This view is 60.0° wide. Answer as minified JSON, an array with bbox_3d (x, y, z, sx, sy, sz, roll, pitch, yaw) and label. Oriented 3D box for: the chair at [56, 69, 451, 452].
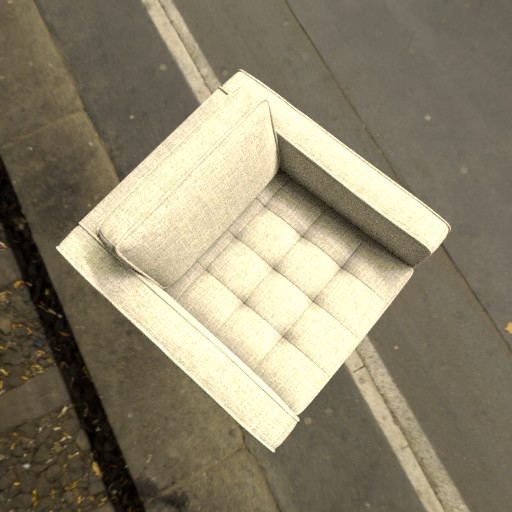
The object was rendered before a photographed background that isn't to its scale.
[{"bbox_3d":[0.000,0.000,1.559,0.914,0.765,0.889,40,78,10],"label":"chair"}]
